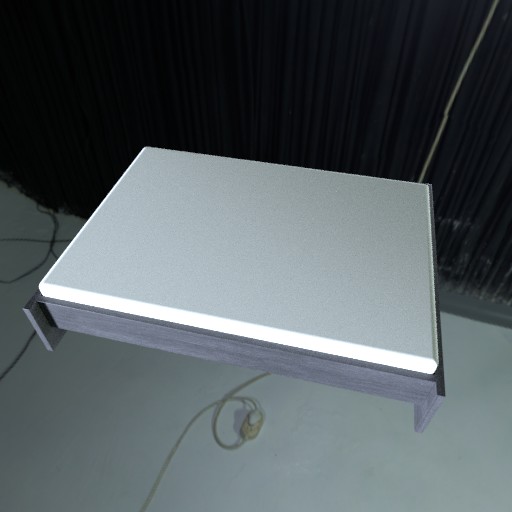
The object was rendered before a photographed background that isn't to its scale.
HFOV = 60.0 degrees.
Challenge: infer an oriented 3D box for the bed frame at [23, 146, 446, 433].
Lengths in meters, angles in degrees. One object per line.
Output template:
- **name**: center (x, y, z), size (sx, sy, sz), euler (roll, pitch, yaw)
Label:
- **bed frame**: center (0.000, 0.000, 2.582), size (1.950, 0.432, 1.490), euler (10, 46, 9)
